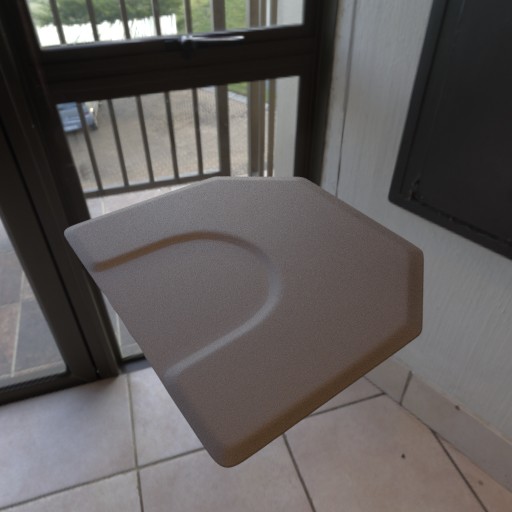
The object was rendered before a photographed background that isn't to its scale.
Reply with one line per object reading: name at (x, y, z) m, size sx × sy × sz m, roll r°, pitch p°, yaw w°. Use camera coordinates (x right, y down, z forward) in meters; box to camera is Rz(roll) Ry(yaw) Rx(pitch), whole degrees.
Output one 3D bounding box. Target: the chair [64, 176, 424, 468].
chair at (0.000, 0.000, 1.879) m, size 1.219 × 0.024 × 1.372 m, roll -25°, pitch 46°, yaw -27°
